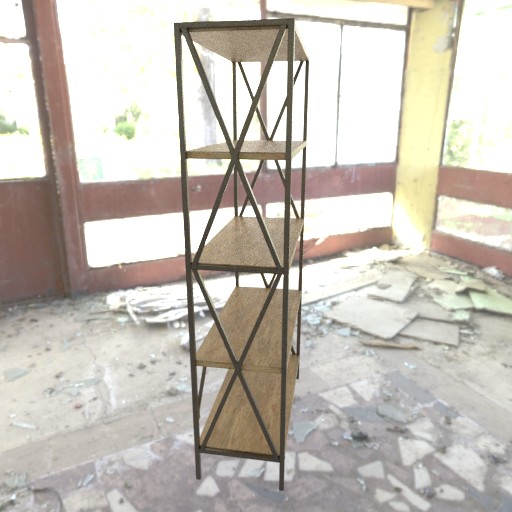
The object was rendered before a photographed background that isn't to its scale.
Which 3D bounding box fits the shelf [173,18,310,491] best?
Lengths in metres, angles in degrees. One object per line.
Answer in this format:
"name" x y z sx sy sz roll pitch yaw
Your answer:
"shelf" 0.000 0.000 2.058 0.386 1.803 0.874 3 18 9
